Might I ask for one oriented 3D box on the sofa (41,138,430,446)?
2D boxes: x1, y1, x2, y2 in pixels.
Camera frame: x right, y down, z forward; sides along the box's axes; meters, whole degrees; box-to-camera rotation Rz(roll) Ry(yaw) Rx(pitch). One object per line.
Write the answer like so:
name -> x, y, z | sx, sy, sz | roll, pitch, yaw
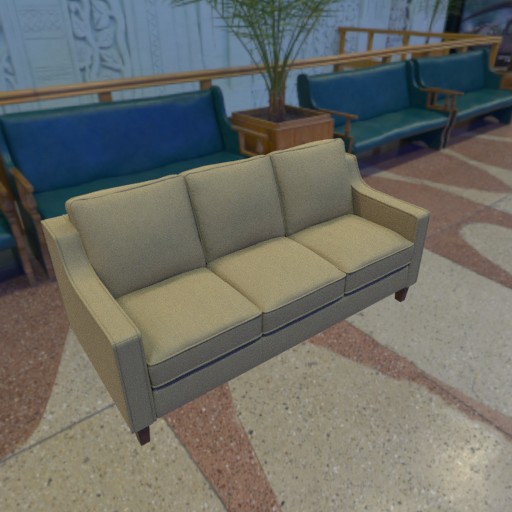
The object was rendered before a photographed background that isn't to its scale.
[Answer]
sofa -> 0.000, 0.000, 2.550 | 1.986, 0.974, 0.911 | -21, 36, -31
